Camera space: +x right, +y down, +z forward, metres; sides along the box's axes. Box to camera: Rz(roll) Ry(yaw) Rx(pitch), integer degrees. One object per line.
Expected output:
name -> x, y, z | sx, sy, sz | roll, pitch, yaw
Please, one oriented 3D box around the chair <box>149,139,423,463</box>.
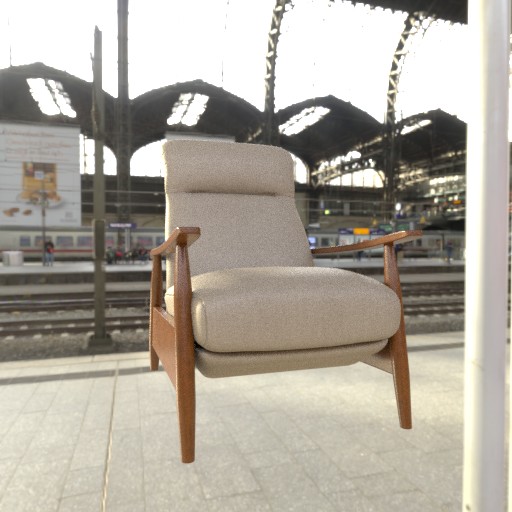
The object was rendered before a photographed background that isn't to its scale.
chair -> 0.000, 0.000, 1.746 | 0.762, 1.082, 1.032 | 0, 1, -18
